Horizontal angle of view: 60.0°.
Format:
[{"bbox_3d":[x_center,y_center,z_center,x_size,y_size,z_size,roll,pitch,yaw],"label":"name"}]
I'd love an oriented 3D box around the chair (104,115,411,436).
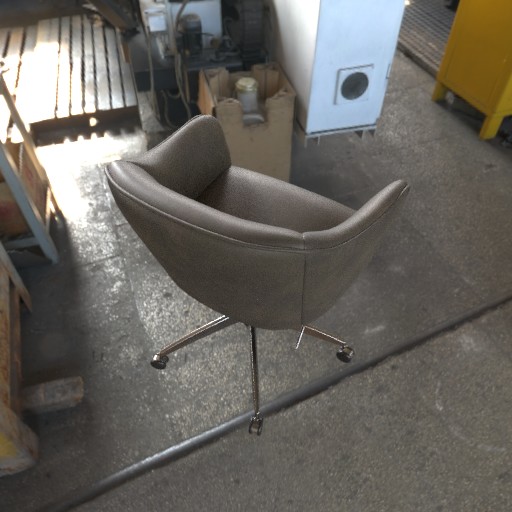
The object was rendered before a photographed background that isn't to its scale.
[{"bbox_3d":[0.000,0.000,1.351,0.713,0.827,0.689,24,52,21],"label":"chair"}]
